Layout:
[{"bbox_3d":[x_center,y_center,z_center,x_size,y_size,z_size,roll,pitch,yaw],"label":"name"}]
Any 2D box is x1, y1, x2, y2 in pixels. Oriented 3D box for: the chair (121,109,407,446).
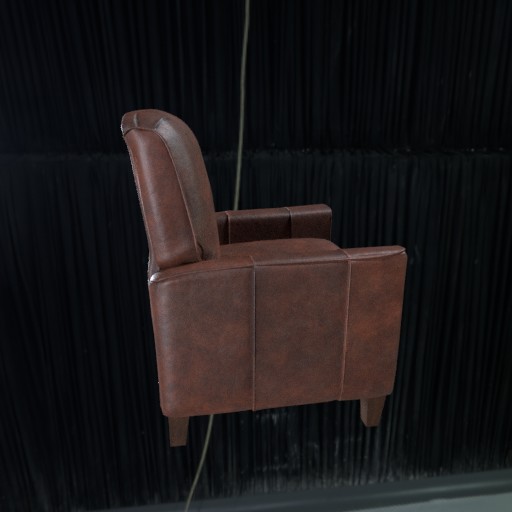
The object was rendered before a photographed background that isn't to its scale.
[{"bbox_3d":[0.000,0.000,1.677,0.836,1.043,0.843,-3,16,-9],"label":"chair"}]
